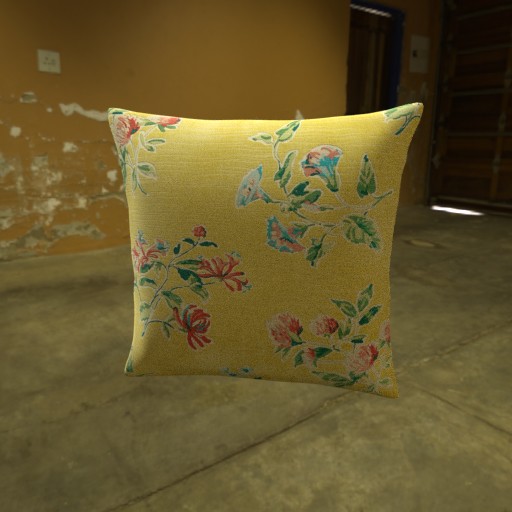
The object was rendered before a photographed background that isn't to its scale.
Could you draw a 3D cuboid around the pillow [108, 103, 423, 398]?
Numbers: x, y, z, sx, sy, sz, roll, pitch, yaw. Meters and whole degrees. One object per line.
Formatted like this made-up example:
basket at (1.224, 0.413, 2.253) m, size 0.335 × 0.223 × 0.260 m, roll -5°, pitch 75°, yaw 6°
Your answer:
pillow at (0.000, 0.000, 0.785) m, size 0.525 × 0.508 × 0.166 m, roll 2°, pitch 14°, yaw 9°
